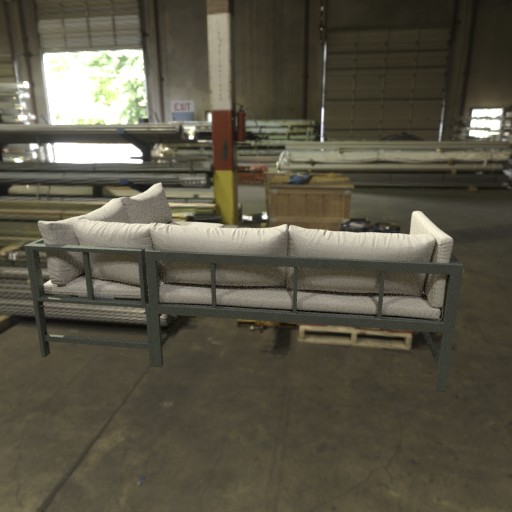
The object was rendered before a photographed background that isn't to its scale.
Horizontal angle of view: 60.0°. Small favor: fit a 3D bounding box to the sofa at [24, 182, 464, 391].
[{"bbox_3d":[0.000,0.000,2.925,2.096,0.758,1.658,3,17,9],"label":"sofa"}]
